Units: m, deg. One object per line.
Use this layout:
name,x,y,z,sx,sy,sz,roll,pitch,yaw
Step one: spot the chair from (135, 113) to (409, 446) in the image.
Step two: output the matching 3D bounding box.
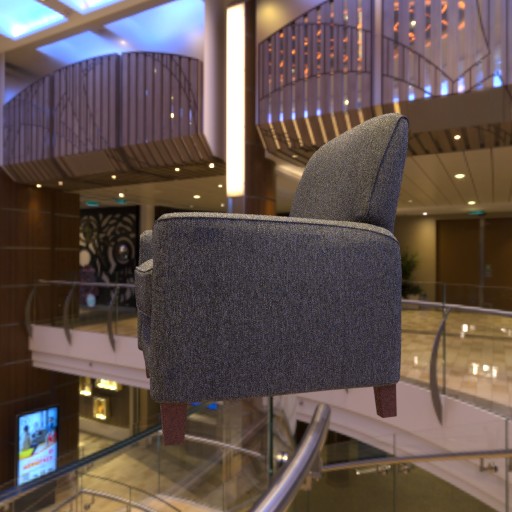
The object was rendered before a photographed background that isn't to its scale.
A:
chair,0.000,0.000,1.644,0.864,1.014,0.848,0,0,-18
